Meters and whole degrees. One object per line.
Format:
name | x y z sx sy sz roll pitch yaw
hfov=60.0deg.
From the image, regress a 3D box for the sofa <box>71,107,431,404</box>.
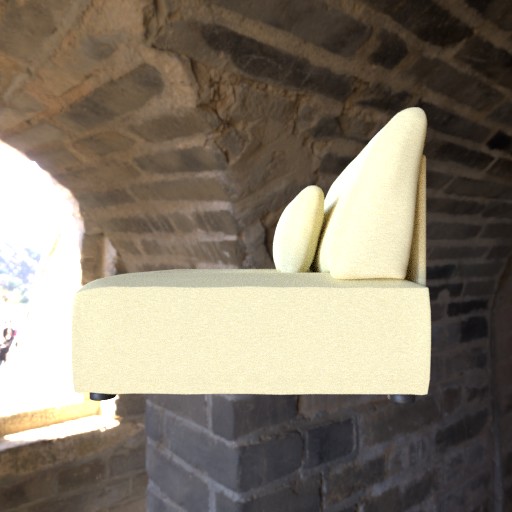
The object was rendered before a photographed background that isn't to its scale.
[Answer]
sofa | 0.000 0.000 1.666 1.000 0.820 0.930 0 -1 1
